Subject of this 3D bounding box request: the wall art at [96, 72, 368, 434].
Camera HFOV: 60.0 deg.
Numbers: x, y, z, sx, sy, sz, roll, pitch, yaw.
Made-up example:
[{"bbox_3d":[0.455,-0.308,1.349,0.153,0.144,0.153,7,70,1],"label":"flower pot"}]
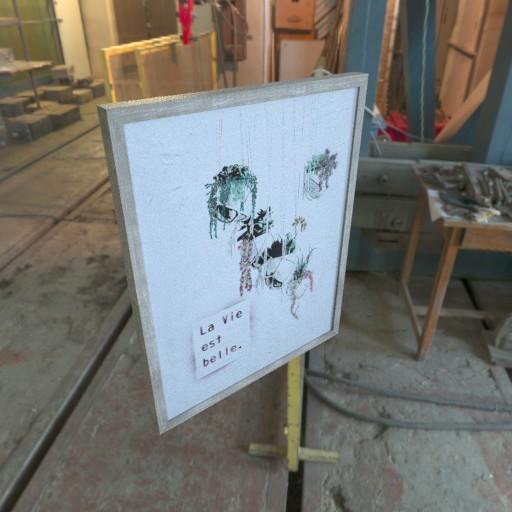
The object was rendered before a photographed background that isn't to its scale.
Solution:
[{"bbox_3d":[0.000,0.000,0.722,0.421,0.521,0.032,-21,36,-32],"label":"wall art"}]
